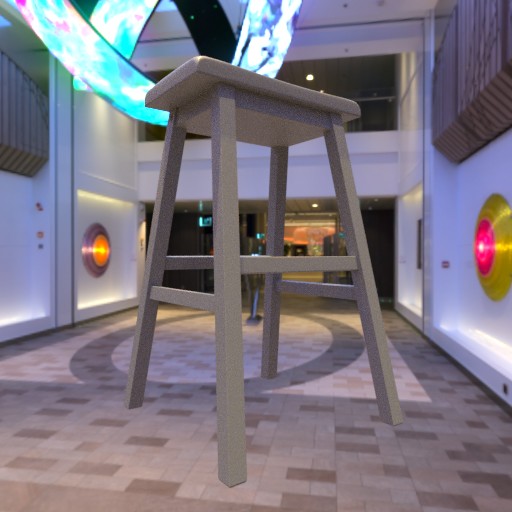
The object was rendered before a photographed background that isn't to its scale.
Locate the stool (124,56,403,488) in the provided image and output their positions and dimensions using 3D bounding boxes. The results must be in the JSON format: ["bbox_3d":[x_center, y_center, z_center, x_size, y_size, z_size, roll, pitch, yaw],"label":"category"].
[{"bbox_3d":[0.000,0.000,1.031,0.457,0.737,0.476,0,0,-37],"label":"stool"}]
